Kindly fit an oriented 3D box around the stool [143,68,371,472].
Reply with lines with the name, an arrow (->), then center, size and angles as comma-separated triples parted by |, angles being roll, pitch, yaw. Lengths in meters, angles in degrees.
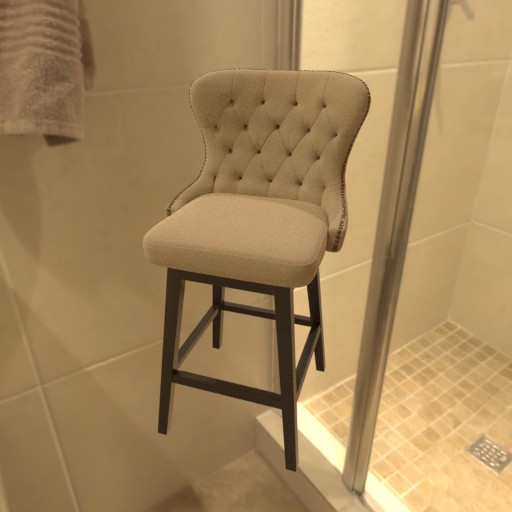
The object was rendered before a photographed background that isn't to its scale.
stool -> 0.000, 0.000, 1.297 | 0.528, 0.971, 0.593 | 9, 29, 16
